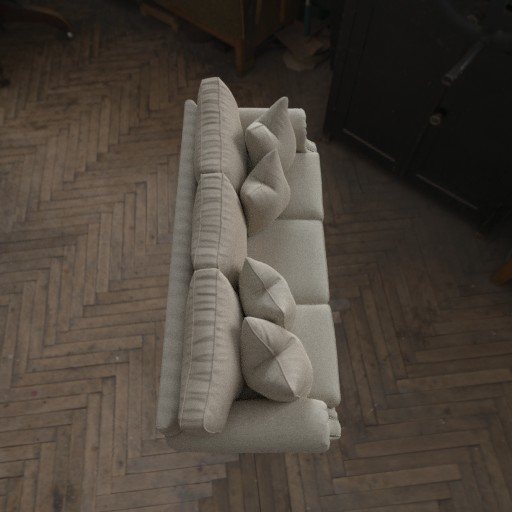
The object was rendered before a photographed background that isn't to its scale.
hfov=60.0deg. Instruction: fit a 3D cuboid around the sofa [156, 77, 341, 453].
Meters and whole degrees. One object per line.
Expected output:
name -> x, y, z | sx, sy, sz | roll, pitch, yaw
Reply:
sofa -> 0.000, 0.000, 2.829 | 0.965, 0.975, 2.312 | 0, 63, 0
